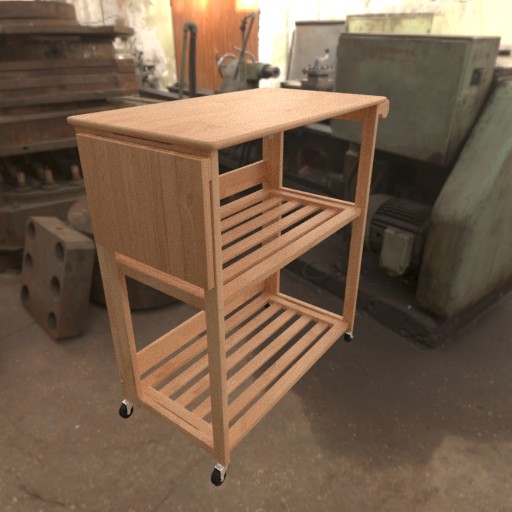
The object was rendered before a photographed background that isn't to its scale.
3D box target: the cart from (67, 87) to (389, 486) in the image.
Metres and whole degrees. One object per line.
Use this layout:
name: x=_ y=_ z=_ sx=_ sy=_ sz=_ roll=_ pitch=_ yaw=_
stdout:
cart: x=0.000 y=0.000 z=1.342 sx=0.432 sy=0.879 sz=0.853 roll=19 pitch=32 yaw=32
